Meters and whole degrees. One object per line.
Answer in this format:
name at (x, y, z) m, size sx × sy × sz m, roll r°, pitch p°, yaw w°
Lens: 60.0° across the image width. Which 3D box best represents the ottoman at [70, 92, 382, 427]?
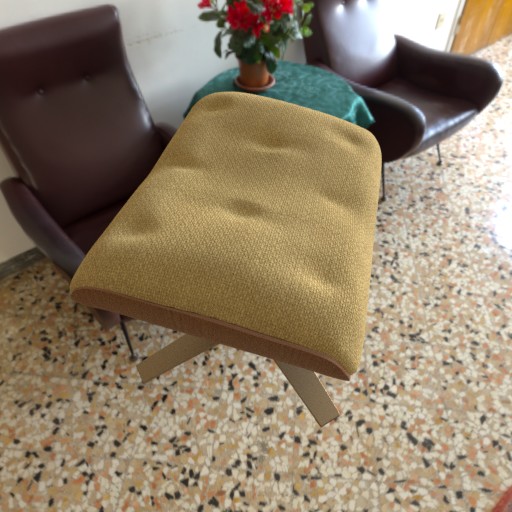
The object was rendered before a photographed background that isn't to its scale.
ottoman at (0.000, 0.000, 0.800) m, size 0.394 × 0.391 × 0.520 m, roll 10°, pitch 47°, yaw 10°
